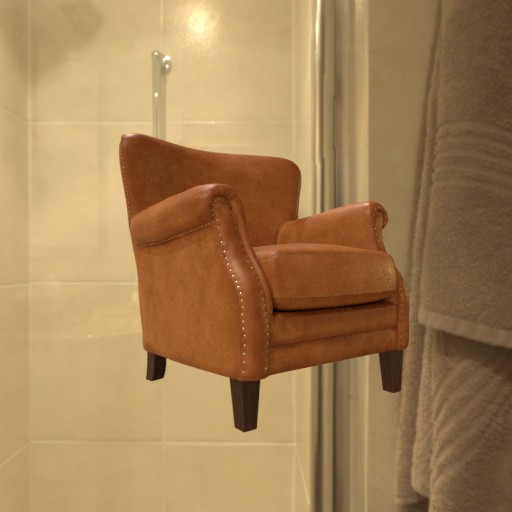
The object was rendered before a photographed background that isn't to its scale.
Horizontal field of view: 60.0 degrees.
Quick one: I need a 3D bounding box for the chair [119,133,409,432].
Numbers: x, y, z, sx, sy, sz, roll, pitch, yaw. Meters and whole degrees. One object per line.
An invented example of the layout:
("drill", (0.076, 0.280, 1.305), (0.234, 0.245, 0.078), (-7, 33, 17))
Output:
("chair", (0.000, 0.000, 1.659), (0.861, 0.936, 0.921), (0, 0, -37))
